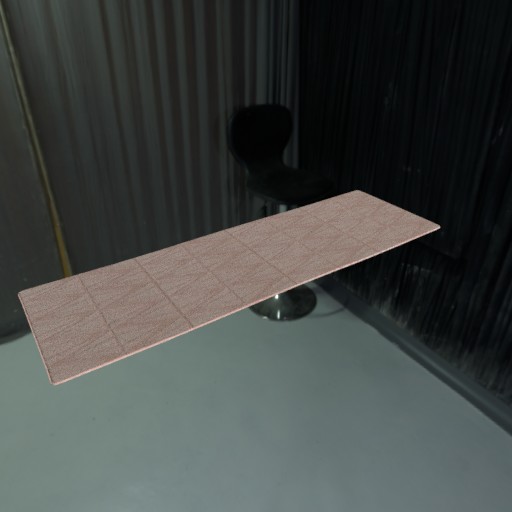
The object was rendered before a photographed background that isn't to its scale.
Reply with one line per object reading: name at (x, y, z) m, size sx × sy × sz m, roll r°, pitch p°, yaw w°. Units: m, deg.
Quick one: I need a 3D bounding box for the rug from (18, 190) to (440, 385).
rug at (0.000, 0.000, 2.583) m, size 2.435 × 0.015 × 0.760 m, roll -19°, pitch 36°, yaw -29°
